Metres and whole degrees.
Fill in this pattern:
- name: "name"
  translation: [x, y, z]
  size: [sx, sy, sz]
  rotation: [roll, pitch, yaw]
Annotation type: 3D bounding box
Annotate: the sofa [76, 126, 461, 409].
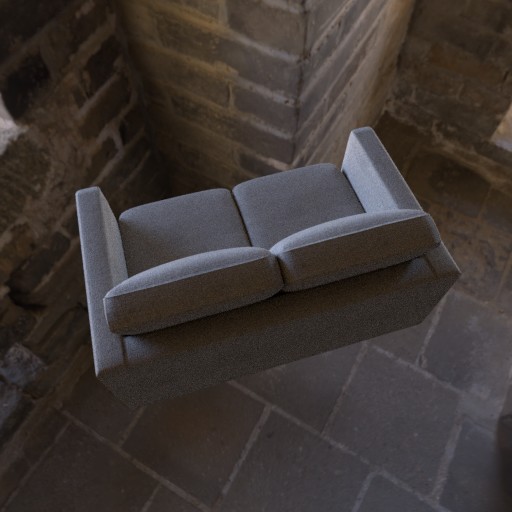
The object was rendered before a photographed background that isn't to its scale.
- name: "sofa"
  translation: [0.000, 0.000, 2.208]
  size: [1.527, 0.973, 0.969]
  rotation: [-14, 60, -9]
